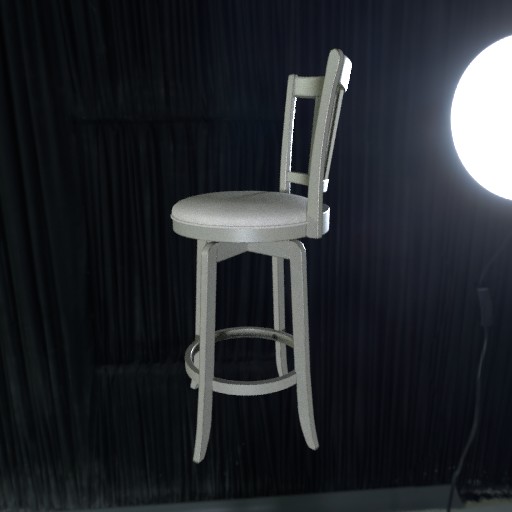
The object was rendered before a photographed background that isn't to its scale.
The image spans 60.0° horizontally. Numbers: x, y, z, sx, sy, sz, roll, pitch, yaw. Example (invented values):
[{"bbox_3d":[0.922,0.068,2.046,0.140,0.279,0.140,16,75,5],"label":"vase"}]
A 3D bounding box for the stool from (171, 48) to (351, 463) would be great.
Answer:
[{"bbox_3d":[0.000,0.000,1.287,0.475,1.042,0.436,-2,15,-9],"label":"stool"}]
